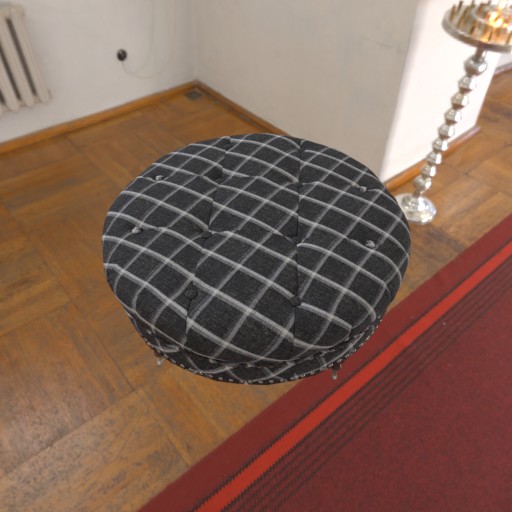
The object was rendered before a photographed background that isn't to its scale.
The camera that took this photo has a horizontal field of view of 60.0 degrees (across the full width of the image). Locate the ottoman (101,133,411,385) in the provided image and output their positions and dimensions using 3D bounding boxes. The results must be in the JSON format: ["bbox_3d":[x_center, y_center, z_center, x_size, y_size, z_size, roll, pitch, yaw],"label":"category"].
[{"bbox_3d":[0.000,0.000,1.401,0.901,0.439,0.901,0,45,0],"label":"ottoman"}]
